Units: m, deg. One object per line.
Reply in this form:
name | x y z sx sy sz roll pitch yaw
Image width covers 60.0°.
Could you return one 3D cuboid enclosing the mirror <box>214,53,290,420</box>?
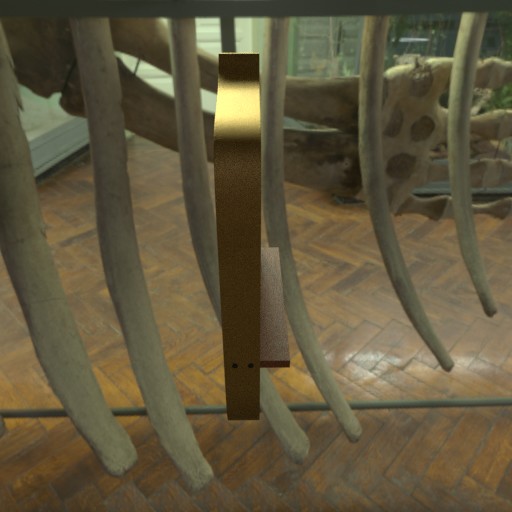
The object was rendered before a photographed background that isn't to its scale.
mirror | 0.000 0.000 0.729 0.096 0.613 0.323 0 32 0
